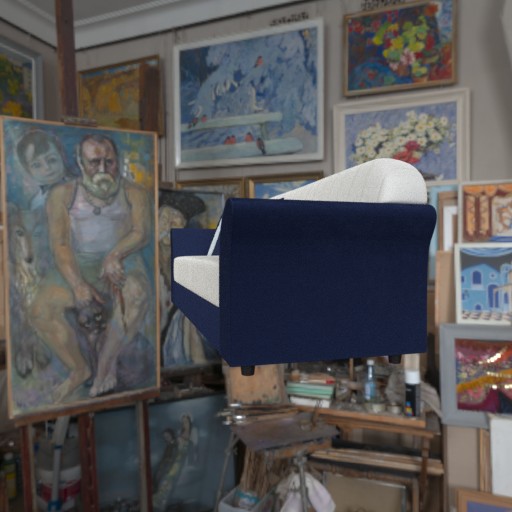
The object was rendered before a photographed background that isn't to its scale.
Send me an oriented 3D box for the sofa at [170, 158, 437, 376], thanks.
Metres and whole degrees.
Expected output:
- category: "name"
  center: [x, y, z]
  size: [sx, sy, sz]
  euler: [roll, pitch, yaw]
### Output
- category: "sofa"
  center: [0.000, 0.000, 2.424]
  size: [0.749, 0.789, 2.006]
  euler: [0, 1, -16]
